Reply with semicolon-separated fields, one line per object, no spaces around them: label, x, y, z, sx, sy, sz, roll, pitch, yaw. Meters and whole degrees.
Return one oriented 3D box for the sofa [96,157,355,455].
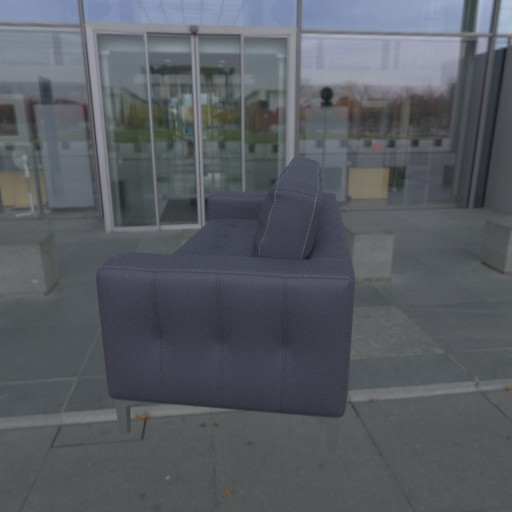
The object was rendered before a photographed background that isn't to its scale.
sofa;0.000;0.000;2.205;0.833;0.893;1.726;2;17;7
